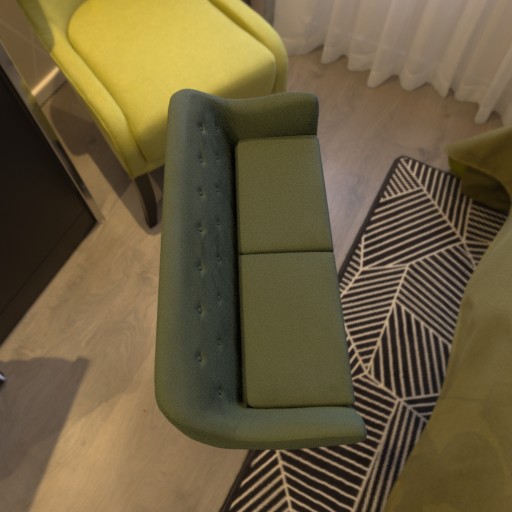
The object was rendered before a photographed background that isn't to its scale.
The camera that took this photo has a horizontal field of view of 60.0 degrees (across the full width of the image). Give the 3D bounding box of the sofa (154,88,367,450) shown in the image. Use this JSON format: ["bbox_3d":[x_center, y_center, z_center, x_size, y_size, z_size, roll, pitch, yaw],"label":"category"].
[{"bbox_3d":[0.000,0.000,2.272,0.820,0.836,1.840,-2,64,-1],"label":"sofa"}]
